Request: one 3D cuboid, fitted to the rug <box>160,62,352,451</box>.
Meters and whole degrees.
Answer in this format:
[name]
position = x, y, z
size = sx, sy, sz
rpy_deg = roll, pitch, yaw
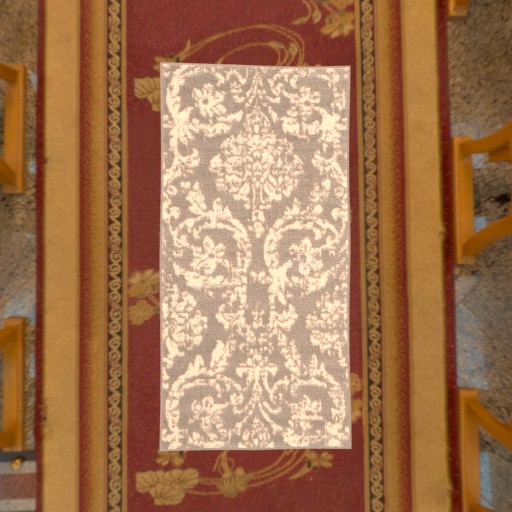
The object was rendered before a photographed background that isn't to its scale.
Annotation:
[rug]
position = 0.000, 0.000, 1.398
size = 0.604, 0.007, 1.219
rpy_deg = 0, 89, -2
